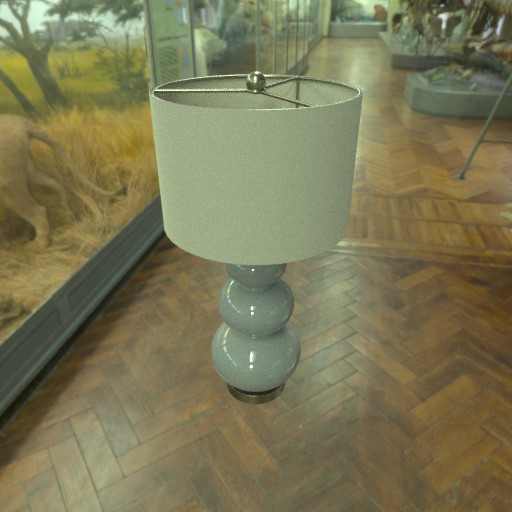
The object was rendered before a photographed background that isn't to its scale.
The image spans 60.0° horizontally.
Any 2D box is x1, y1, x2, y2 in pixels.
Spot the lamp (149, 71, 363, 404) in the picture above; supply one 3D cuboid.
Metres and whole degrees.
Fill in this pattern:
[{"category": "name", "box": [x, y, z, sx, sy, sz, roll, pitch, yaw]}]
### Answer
[{"category": "lamp", "box": [0.000, 0.000, 0.943, 0.367, 0.730, 0.367, -10, 31, -17]}]
